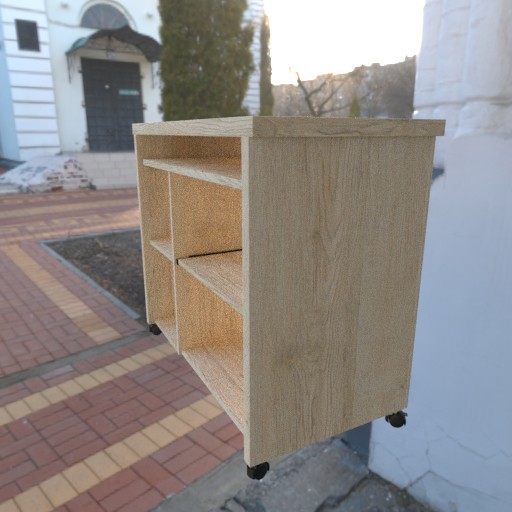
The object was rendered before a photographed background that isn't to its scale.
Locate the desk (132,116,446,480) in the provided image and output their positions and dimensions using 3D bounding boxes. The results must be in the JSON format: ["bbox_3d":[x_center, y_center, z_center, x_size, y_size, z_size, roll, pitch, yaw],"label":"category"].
[{"bbox_3d":[0.000,0.000,1.332,0.480,0.770,0.885,-8,18,-27],"label":"desk"}]
